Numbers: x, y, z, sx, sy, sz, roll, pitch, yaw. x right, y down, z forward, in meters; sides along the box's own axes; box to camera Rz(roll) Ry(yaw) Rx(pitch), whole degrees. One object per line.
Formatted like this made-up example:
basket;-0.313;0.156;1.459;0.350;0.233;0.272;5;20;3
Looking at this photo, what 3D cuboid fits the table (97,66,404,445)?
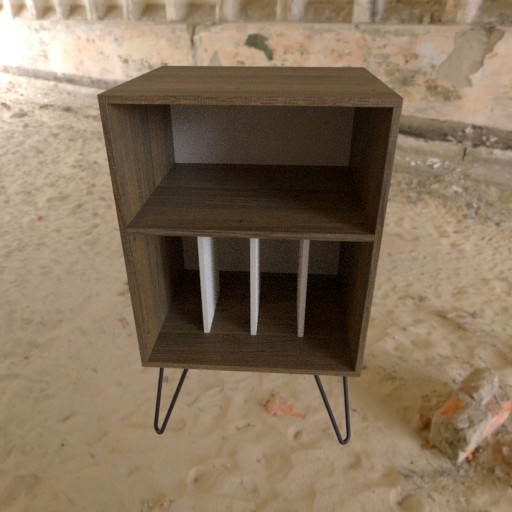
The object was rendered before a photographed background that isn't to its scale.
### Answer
table;0.000;0.000;1.154;0.526;0.866;0.457;2;29;3
